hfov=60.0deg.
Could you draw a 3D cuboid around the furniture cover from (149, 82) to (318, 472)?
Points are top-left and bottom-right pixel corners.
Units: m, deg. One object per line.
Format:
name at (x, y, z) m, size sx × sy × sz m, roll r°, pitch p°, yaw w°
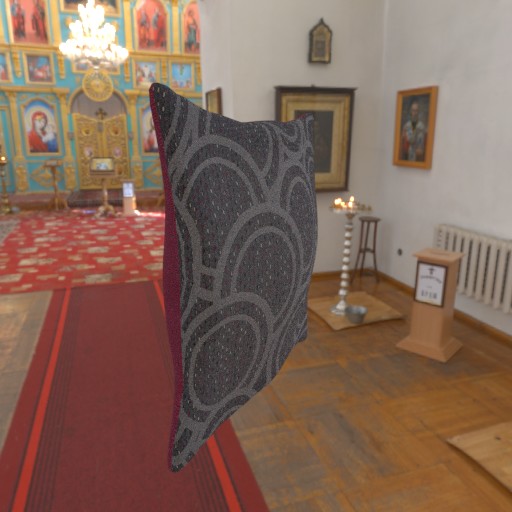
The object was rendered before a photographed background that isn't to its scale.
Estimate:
furniture cover at (0.000, 0.000, 0.776) m, size 0.163 × 0.513 × 0.514 m, roll 7°, pitch 15°, yaw 26°
